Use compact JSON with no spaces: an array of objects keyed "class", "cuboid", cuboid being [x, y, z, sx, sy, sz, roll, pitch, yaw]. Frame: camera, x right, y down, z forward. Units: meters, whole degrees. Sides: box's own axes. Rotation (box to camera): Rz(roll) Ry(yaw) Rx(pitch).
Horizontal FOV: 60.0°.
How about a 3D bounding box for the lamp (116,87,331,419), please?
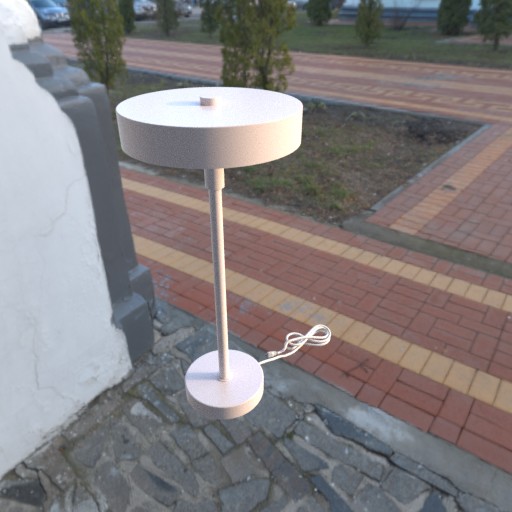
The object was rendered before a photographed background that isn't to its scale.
[{"class":"lamp","cuboid":[0.000,0.000,0.713,0.369,0.508,0.229,-21,36,-31]}]
